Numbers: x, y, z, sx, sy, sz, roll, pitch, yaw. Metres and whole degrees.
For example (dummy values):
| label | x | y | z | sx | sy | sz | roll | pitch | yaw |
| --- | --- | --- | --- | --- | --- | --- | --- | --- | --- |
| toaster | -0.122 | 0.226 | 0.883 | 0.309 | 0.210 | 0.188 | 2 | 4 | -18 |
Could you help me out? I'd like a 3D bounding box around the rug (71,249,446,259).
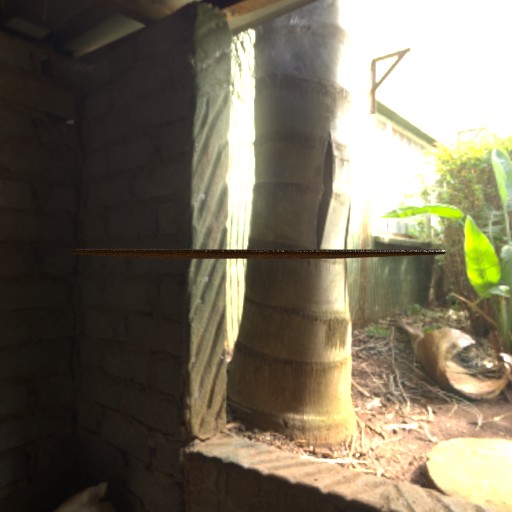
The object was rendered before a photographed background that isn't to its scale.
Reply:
| label | x | y | z | sx | sy | sz | roll | pitch | yaw |
| --- | --- | --- | --- | --- | --- | --- | --- | --- | --- |
| rug | 0.000 | 0.000 | 1.087 | 0.557 | 0.008 | 0.863 | 0 | -1 | -1 |
